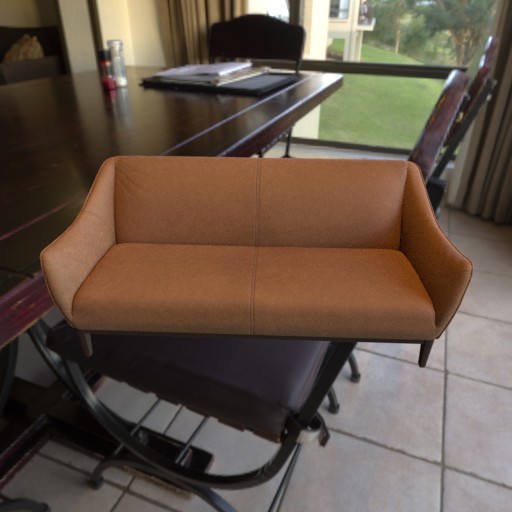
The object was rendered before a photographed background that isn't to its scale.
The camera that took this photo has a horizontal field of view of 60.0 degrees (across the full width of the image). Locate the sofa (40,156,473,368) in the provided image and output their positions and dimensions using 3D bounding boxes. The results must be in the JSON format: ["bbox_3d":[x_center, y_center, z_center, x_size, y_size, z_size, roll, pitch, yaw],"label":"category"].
[{"bbox_3d":[0.000,0.000,2.383,1.928,0.830,0.869,1,31,2],"label":"sofa"}]
